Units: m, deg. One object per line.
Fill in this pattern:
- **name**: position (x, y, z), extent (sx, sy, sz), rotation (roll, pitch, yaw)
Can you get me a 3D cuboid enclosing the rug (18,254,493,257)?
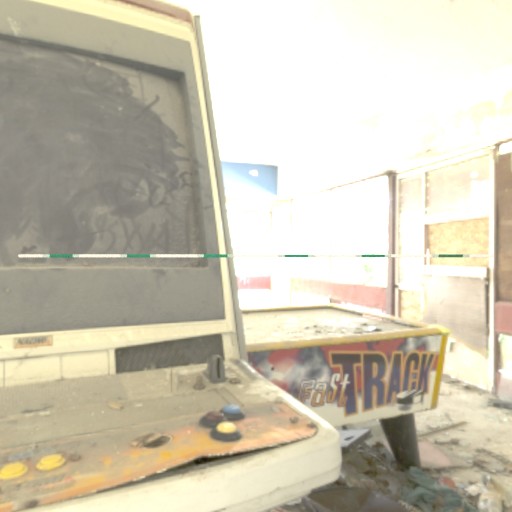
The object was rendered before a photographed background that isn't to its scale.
- **rug**: position (0.000, 0.000, 2.306), extent (1.829, 0.012, 1.210), rotation (0, 0, 0)
